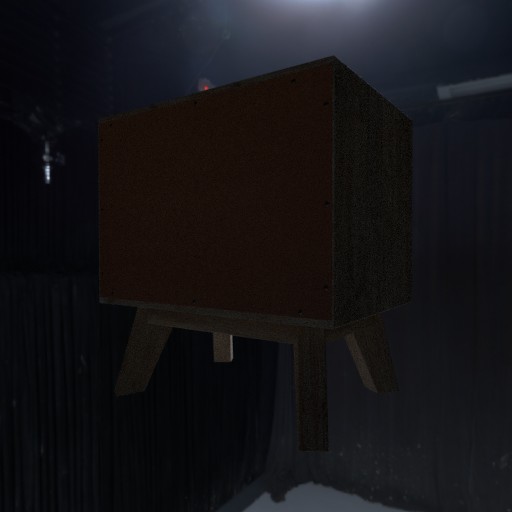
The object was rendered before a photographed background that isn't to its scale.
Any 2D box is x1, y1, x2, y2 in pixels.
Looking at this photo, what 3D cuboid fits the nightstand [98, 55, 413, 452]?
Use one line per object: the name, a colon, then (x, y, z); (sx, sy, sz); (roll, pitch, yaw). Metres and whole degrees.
nightstand: (0.000, 0.000, 0.962); (0.552, 0.589, 0.396); (1, 1, 35)
